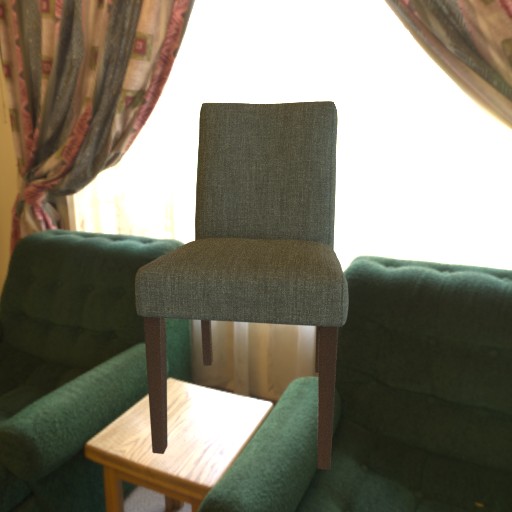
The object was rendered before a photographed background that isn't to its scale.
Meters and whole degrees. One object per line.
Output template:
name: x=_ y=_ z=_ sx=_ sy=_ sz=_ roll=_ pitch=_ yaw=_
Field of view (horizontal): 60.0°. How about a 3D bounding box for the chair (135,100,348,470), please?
chair: x=0.000 y=0.000 z=1.260 sx=0.487 sy=0.884 sz=0.629 roll=2 pitch=14 yaw=8
